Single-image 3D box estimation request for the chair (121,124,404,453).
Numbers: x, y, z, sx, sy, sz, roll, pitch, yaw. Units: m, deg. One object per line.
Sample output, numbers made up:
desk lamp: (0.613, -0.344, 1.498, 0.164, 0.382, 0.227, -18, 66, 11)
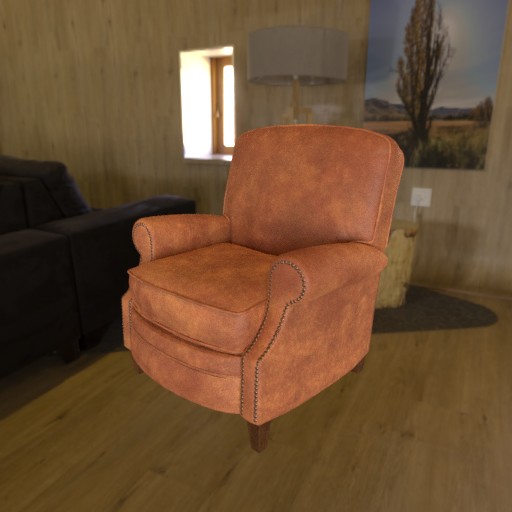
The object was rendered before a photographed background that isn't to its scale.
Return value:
chair: (0.000, 0.000, 1.786, 0.936, 1.018, 0.986, 15, 22, 41)
